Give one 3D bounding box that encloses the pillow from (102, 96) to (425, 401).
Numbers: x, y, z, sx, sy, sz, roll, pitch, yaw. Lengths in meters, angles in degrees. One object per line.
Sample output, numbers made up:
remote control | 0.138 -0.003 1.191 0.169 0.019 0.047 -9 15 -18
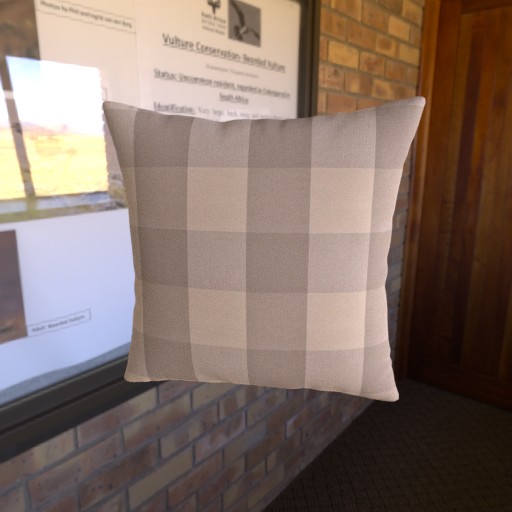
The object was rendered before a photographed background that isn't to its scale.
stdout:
pillow | 0.000 0.000 0.757 0.511 0.509 0.161 2 14 8
